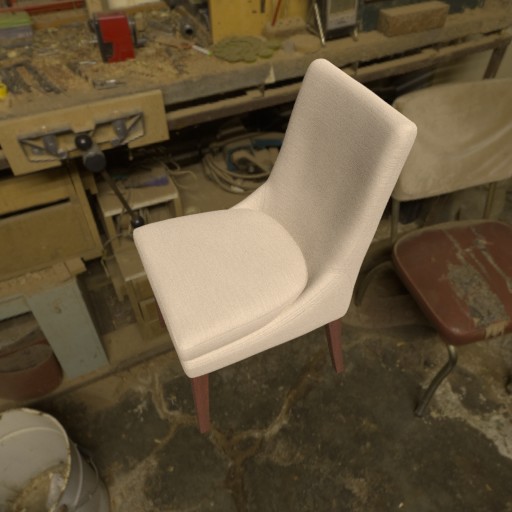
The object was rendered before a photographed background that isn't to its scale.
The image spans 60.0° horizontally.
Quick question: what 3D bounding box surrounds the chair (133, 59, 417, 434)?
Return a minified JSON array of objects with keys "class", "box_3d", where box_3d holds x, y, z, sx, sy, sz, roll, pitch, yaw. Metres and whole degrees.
[{"class":"chair","box_3d":[0.000,0.000,1.332,0.638,0.940,0.515,-18,49,-17]}]
